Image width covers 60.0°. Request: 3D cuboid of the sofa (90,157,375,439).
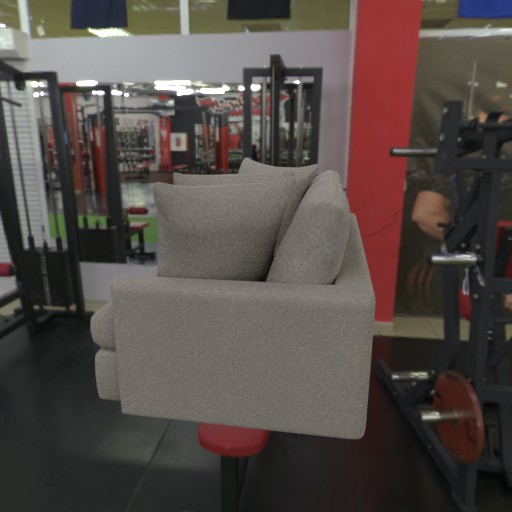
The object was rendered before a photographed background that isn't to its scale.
[{"bbox_3d":[0.000,0.000,2.630,1.228,1.080,1.869,3,16,10],"label":"sofa"}]
